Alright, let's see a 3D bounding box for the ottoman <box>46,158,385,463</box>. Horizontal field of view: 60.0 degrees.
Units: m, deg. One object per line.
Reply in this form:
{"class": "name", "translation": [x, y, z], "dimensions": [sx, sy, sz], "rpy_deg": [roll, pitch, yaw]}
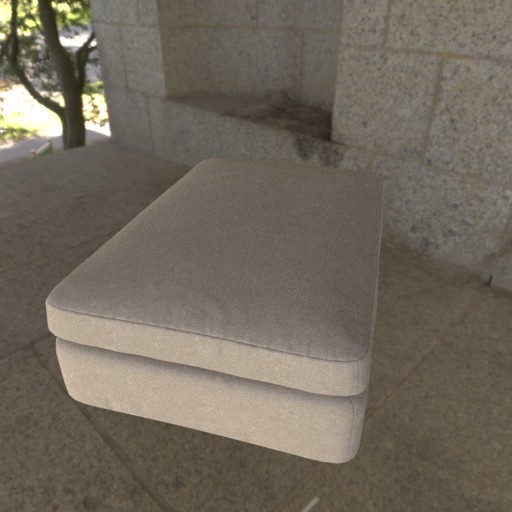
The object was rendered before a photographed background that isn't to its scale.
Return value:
{"class": "ottoman", "translation": [0.000, 0.000, 1.561], "dimensions": [0.840, 0.429, 1.199], "rpy_deg": [8, 32, 13]}
